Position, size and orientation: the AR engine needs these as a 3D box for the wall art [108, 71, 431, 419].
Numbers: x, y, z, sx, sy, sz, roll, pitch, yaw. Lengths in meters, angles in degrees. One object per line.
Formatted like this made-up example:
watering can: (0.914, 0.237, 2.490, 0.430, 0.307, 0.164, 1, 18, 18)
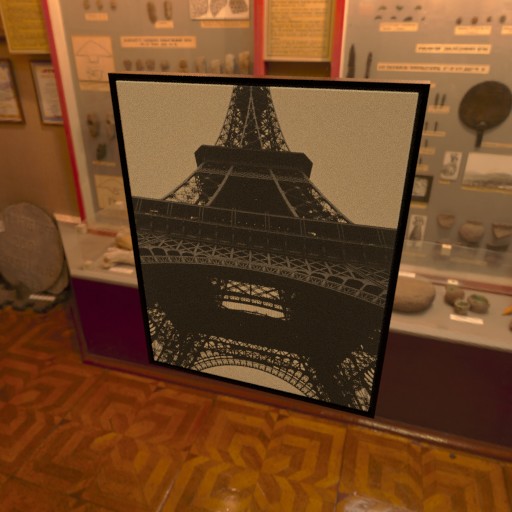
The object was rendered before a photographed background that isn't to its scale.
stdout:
wall art: (0.000, 0.000, 0.733, 0.451, 0.553, 0.039, 9, 29, 17)
